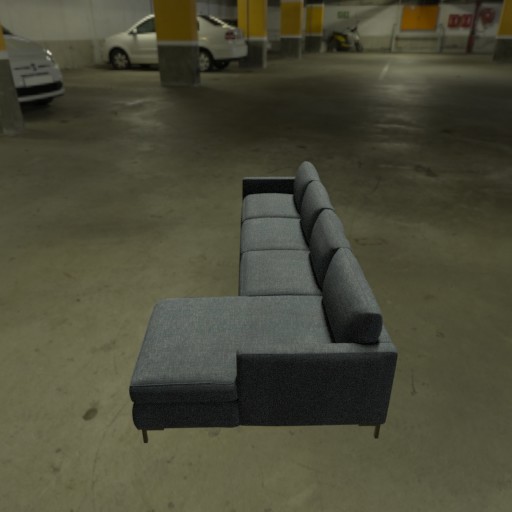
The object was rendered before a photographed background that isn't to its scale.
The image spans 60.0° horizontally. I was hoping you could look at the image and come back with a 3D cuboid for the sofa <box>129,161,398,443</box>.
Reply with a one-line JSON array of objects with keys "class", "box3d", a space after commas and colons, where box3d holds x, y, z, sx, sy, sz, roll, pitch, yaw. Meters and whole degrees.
[{"class": "sofa", "box3d": [0.000, 0.000, 3.502, 1.350, 0.810, 2.932, 0, 27, -1]}]
